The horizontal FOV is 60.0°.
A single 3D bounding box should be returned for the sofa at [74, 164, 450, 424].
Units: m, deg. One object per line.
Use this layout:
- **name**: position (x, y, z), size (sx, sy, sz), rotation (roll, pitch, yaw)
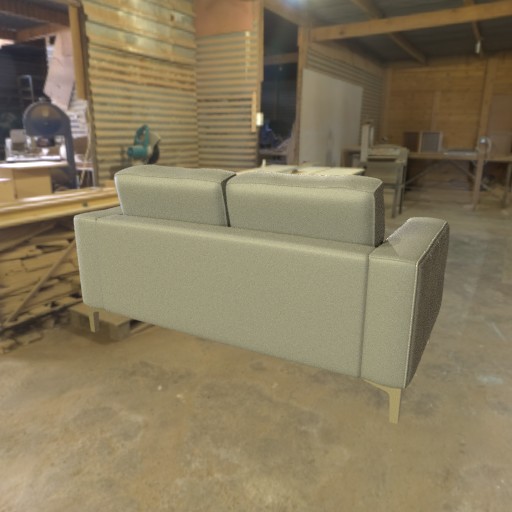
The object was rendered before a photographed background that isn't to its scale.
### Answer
- **sofa**: position (0.000, 0.000, 2.248), size (1.726, 0.893, 0.833), rotation (9, 18, 28)
